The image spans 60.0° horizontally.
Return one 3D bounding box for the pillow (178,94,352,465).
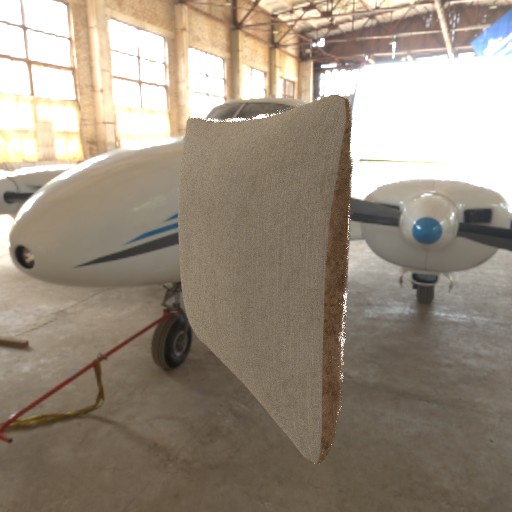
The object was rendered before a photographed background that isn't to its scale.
[{"bbox_3d":[0.000,0.000,0.818,0.216,0.525,0.538,-7,16,-27],"label":"pillow"}]
